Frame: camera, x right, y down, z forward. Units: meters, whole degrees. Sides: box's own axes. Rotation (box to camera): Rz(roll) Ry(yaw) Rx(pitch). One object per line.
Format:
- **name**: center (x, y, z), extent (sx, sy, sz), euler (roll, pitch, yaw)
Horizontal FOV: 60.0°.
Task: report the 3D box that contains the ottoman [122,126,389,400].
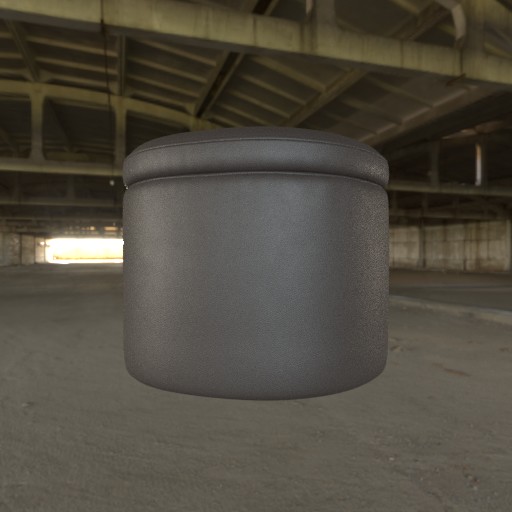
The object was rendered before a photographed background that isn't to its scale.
- **ottoman**: center (0.000, 0.000, 0.867), extent (0.500, 0.409, 0.500), euler (0, 1, 0)
